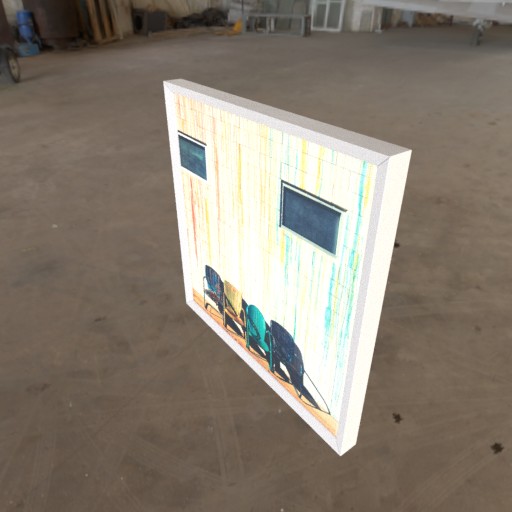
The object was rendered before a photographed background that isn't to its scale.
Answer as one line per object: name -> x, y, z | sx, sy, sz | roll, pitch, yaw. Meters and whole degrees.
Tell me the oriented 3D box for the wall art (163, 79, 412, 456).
wall art -> 0.000, 0.000, 0.773 | 0.037, 0.508, 0.508 | -22, 38, -31
